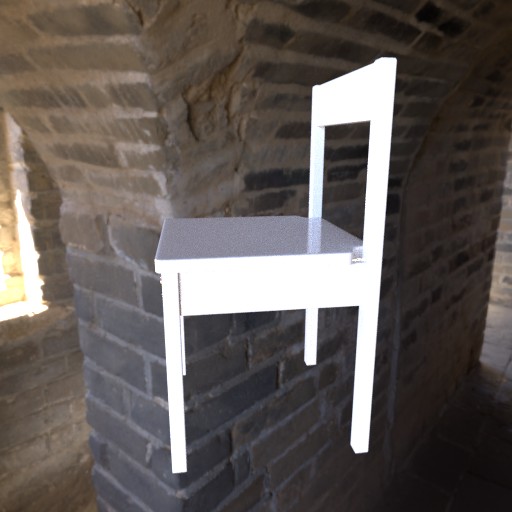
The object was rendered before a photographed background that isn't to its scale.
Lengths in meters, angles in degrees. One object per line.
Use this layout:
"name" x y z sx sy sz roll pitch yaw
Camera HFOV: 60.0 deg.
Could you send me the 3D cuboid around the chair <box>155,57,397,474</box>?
"chair" 0.000 0.000 0.866 0.361 0.668 0.367 -2 15 -9
